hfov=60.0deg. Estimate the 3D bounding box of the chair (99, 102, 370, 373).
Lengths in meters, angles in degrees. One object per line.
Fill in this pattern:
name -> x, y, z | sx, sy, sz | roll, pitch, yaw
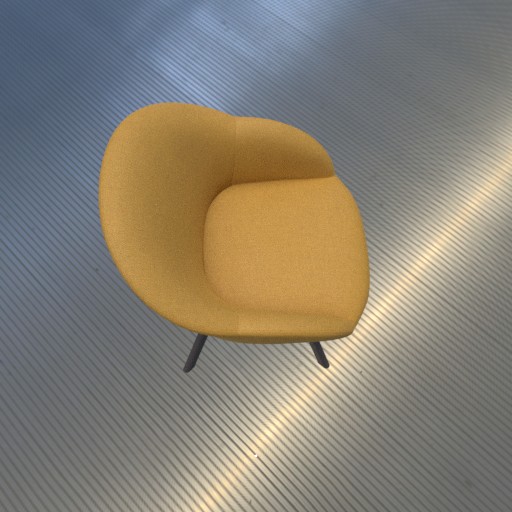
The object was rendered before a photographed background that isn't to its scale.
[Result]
chair -> 0.000, 0.000, 1.185 | 0.583, 0.793, 0.551 | -2, 66, -1
